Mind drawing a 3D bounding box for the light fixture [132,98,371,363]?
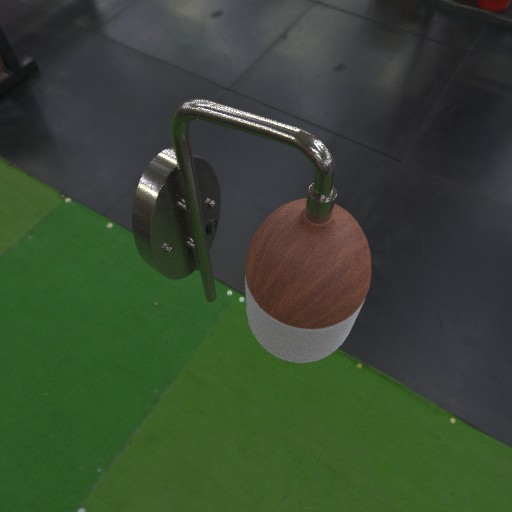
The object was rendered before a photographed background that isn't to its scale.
[{"bbox_3d":[0.000,0.000,0.422,0.216,0.343,0.108,31,63,18],"label":"light fixture"}]
